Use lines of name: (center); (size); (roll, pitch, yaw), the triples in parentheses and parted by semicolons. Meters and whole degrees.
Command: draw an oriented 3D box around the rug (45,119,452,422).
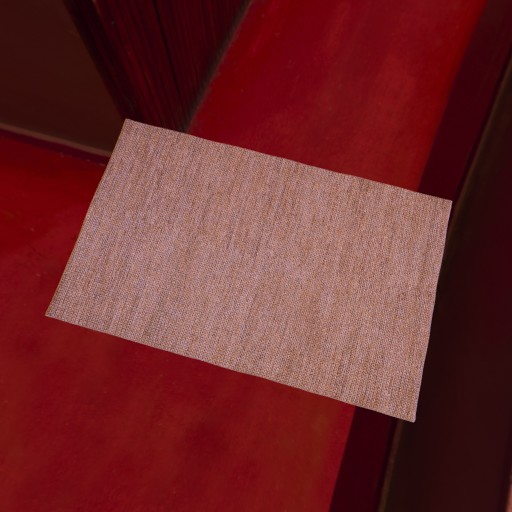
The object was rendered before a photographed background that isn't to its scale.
rug: (0.000, 0.000, 3.004); (2.438, 0.034, 1.521); (15, 75, 4)
